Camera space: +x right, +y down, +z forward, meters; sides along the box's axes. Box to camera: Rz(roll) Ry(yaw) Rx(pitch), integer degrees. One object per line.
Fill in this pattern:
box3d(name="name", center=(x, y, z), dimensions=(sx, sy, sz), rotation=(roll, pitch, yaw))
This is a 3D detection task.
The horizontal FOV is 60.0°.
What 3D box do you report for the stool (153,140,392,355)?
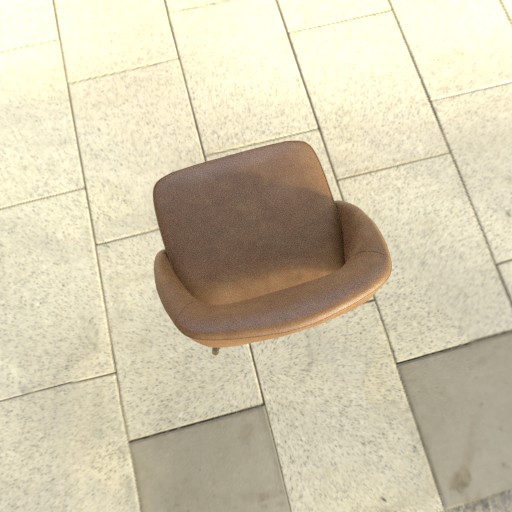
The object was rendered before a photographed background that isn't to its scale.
box3d(name="stool", center=(0.000, 0.000, 1.236), dimensions=(0.494, 0.940, 0.509), rotation=(-16, 76, -4))
